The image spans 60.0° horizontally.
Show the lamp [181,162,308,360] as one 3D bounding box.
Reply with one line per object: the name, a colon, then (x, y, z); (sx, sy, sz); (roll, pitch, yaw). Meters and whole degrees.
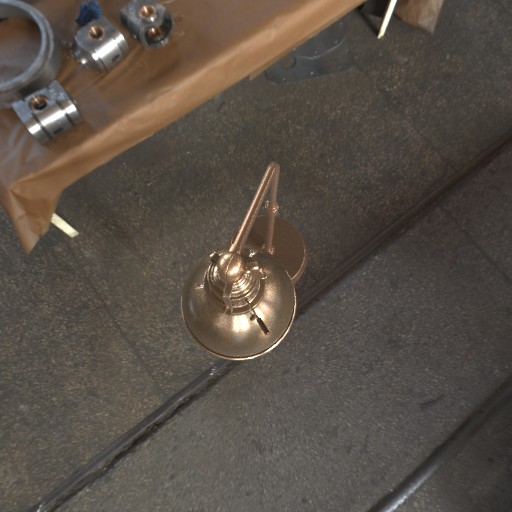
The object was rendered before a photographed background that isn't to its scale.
lamp: (0.000, 0.000, 0.605); (0.153, 0.456, 0.286); (18, 76, 5)
